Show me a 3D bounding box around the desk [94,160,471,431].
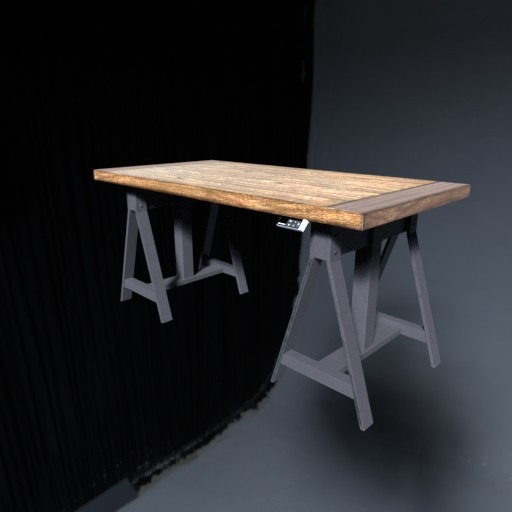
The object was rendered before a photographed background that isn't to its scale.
[{"bbox_3d":[0.000,0.000,2.036,1.543,0.725,0.784,16,23,42],"label":"desk"}]
